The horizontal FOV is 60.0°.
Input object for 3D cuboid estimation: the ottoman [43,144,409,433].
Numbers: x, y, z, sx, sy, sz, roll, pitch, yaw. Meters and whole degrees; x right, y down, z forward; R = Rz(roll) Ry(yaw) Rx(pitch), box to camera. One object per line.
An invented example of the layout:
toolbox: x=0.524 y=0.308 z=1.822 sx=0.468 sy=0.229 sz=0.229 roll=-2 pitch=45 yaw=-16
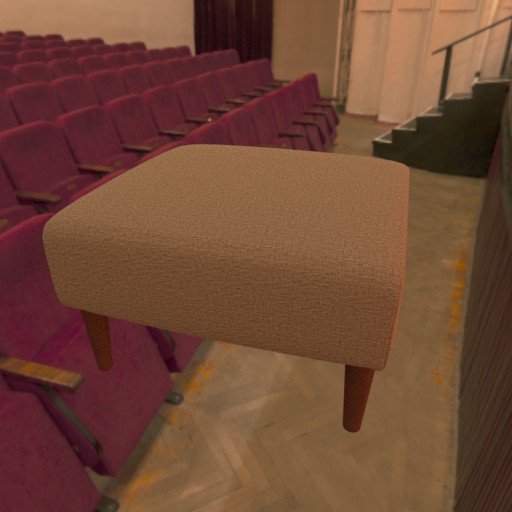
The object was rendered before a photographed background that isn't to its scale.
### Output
ottoman: x=0.000 y=0.000 z=1.056 sx=0.650 sy=0.398 sz=0.649 roll=9 pitch=29 yaw=16
